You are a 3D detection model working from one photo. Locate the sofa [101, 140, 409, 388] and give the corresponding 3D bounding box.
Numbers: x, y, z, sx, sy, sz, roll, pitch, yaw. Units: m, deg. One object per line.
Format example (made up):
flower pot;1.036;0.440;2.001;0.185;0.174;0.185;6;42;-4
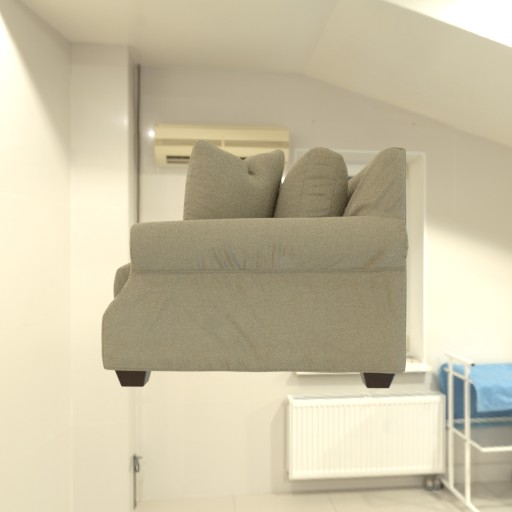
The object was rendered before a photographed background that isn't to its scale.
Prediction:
sofa;0.000;0.000;2.210;1.070;0.905;1.550;0;0;1
